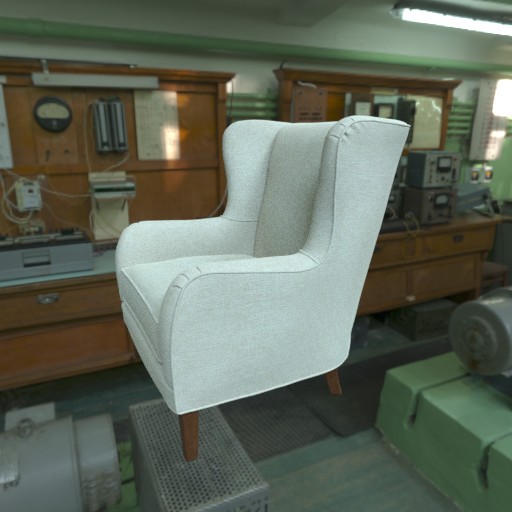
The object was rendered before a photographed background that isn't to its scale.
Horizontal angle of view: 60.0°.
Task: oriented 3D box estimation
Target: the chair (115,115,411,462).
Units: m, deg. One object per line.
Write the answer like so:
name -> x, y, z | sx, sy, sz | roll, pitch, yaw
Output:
chair -> 0.000, 0.000, 1.744 | 0.966, 1.040, 0.838 | -8, 18, -25
